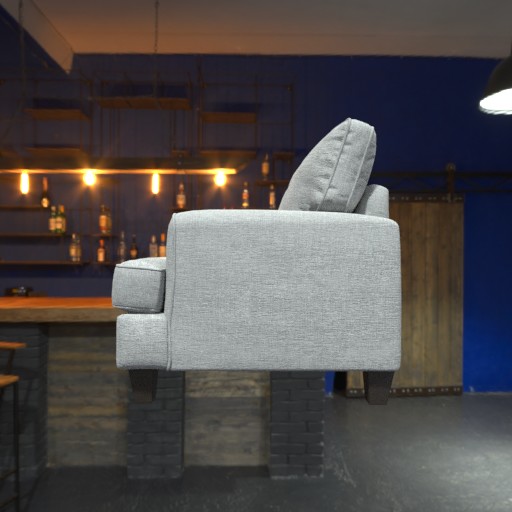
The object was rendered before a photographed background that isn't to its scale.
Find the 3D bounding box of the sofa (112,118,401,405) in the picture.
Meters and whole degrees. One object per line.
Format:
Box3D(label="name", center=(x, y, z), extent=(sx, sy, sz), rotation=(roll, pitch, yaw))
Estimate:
Box3D(label="sofa", center=(0.000, 0.000, 2.224), extent=(0.965, 0.965, 1.651), rotation=(0, 1, 0))
